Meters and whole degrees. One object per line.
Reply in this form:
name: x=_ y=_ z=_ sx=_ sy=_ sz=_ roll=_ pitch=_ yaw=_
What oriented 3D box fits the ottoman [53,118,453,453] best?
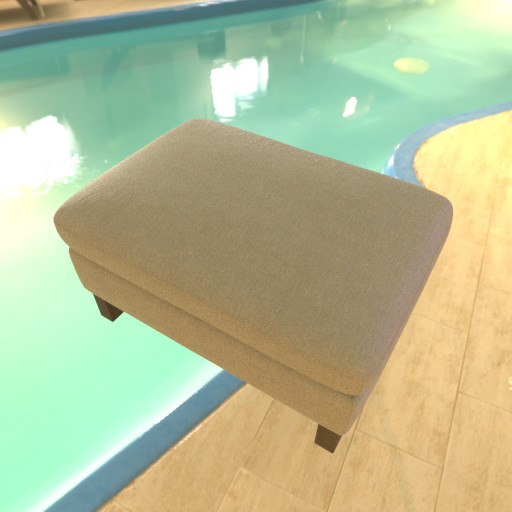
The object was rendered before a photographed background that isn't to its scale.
ottoman: x=0.000 y=0.000 z=1.038 sx=0.735 sy=0.404 sz=0.528 roll=24 pitch=49 yaw=22
